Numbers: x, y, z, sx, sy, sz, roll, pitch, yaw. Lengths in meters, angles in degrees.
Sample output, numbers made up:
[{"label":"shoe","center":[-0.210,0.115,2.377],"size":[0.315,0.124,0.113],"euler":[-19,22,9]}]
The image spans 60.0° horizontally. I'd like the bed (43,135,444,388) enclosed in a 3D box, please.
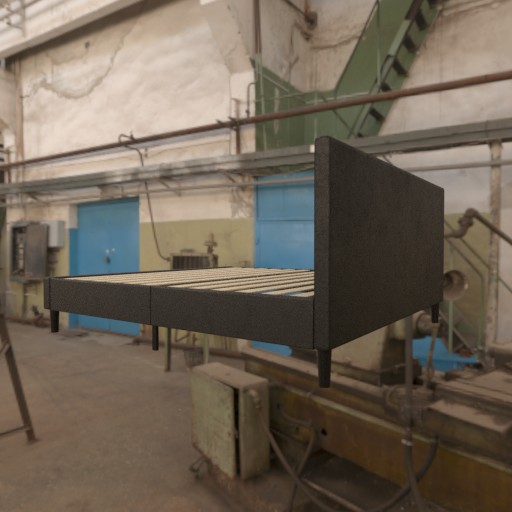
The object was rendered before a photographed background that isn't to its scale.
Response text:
[{"label":"bed","center":[0.000,0.000,3.238],"size":[2.152,1.046,2.018],"euler":[1,2,35]}]
